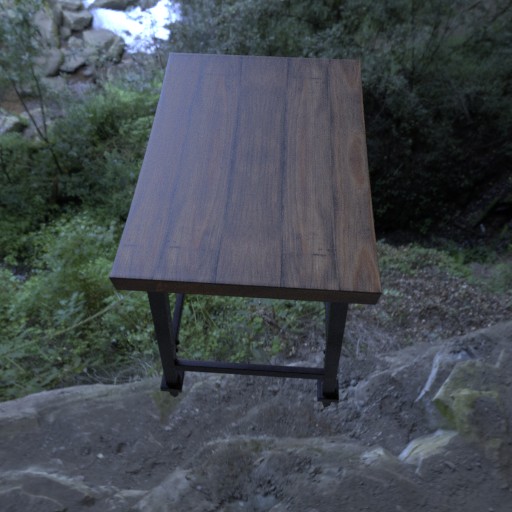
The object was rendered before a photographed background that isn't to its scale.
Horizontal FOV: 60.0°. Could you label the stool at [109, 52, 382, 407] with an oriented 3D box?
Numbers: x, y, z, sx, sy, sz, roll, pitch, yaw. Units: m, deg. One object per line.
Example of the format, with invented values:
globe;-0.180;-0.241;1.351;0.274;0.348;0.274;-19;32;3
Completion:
stool;0.000;0.000;0.948;0.405;0.625;0.486;3;59;2
